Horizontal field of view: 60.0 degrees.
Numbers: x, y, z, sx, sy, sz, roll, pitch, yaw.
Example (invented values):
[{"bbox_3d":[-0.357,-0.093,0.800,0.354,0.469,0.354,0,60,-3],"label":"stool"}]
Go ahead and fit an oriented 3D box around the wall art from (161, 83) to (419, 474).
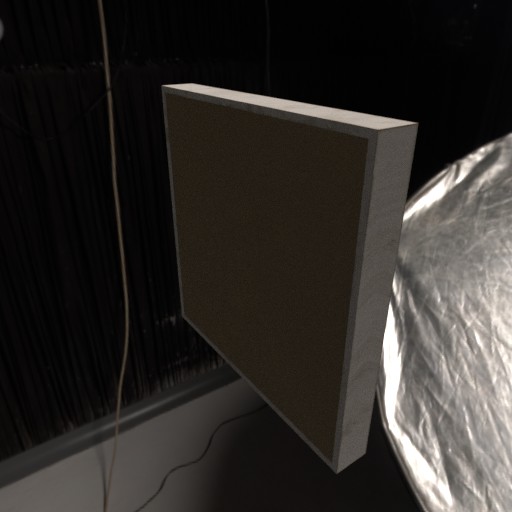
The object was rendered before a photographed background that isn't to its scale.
[{"bbox_3d":[0.000,0.000,0.452,0.038,0.303,0.305,-18,32,-31],"label":"wall art"}]
